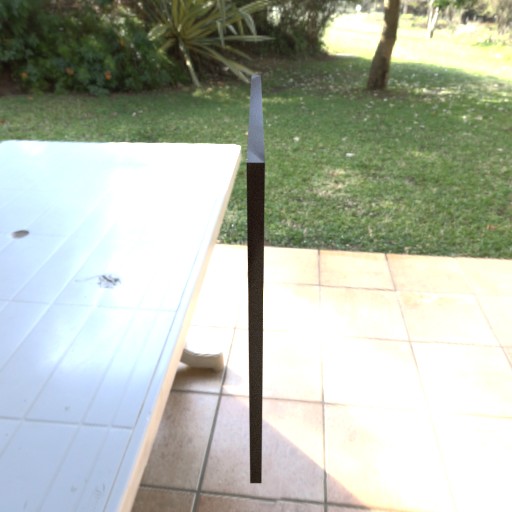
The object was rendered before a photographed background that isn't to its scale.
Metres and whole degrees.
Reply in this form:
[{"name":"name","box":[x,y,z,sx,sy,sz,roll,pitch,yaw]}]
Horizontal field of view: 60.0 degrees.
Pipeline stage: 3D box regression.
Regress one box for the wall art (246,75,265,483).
[{"name":"wall art","box":[0.000,0.000,1.150,0.027,0.762,0.762,0,31,0]}]
